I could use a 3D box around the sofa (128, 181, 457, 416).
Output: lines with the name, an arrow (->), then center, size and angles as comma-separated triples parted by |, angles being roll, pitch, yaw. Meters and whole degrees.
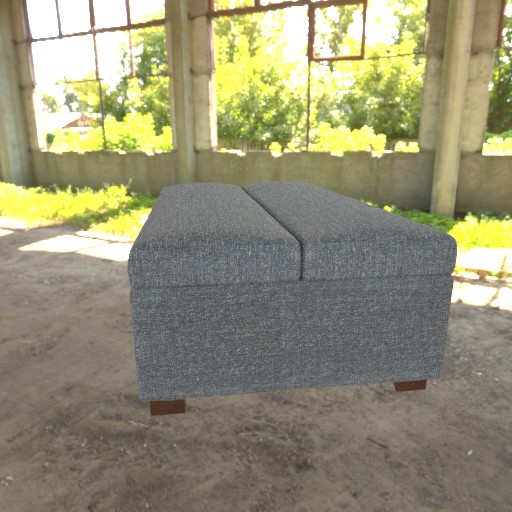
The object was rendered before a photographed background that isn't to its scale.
sofa -> 0.000, 0.000, 1.564 | 0.782, 0.417, 1.198 | -2, 15, -8
